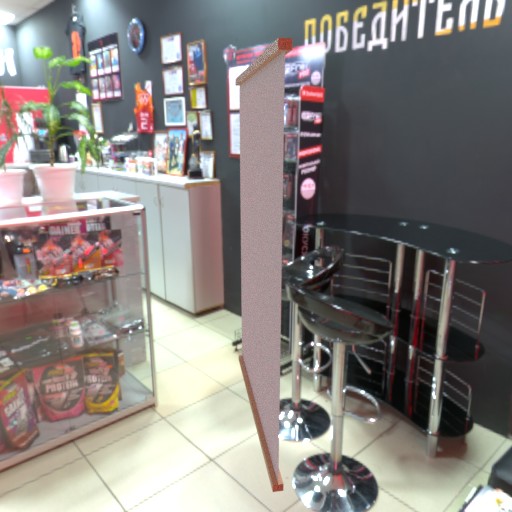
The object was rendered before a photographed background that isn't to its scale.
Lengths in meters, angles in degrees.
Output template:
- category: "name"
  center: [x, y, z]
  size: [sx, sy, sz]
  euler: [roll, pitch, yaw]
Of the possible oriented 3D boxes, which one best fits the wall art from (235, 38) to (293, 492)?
- category: "wall art"
  center: [0.000, 0.000, 1.885]
  size: [0.040, 1.510, 0.991]
  euler: [-3, 16, -9]
